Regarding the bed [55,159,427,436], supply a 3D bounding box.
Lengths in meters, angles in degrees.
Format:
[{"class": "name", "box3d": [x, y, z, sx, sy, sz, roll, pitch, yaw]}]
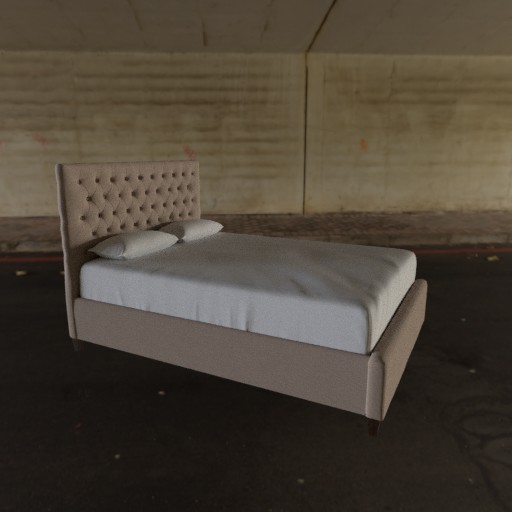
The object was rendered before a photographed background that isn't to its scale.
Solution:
[{"class": "bed", "box3d": [0.000, 0.000, 3.468, 2.387, 1.427, 1.698, 7, 15, 27]}]
